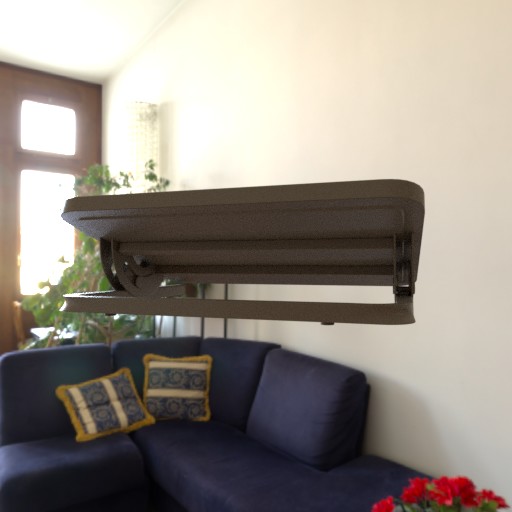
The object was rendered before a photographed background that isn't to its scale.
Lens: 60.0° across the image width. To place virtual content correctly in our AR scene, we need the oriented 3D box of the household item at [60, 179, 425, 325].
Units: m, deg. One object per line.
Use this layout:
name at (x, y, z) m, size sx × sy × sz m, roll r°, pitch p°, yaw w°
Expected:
household item at (0.000, 0.000, 0.560) m, size 0.390 × 0.126 × 0.301 m, roll 0°, pitch -1°, yaw 18°
